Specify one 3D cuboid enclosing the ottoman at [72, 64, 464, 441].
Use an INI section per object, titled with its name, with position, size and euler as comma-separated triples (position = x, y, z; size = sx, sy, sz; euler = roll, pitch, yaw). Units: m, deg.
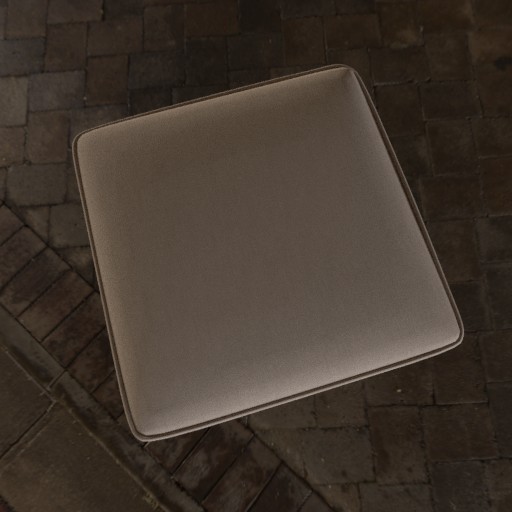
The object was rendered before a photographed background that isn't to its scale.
[ottoman]
position = 0.000, 0.000, 0.992
size = 0.613, 0.438, 0.616
euler = -16, 75, -4
